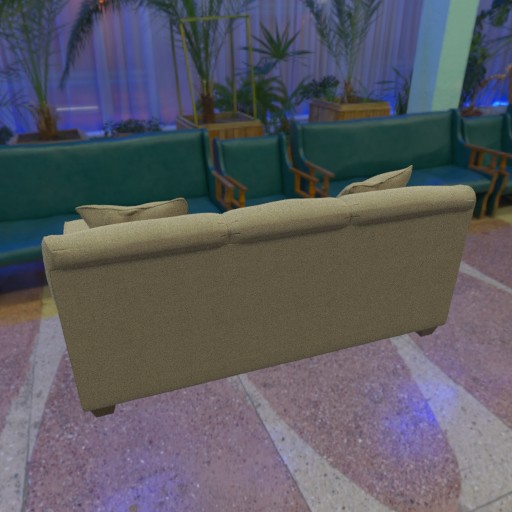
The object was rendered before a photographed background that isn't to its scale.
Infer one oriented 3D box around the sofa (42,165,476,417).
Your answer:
[{"bbox_3d":[0.000,0.000,2.506,2.024,0.958,0.997,-9,29,-17],"label":"sofa"}]
